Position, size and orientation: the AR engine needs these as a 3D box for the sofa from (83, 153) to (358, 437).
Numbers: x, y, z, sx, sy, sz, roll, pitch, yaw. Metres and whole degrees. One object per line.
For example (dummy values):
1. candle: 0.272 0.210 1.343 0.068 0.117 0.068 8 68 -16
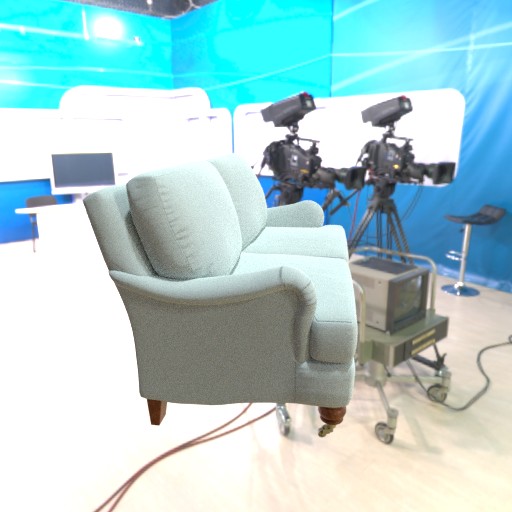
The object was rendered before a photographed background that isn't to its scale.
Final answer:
1. sofa: 0.000 0.000 2.577 1.084 1.101 1.853 3 16 9
